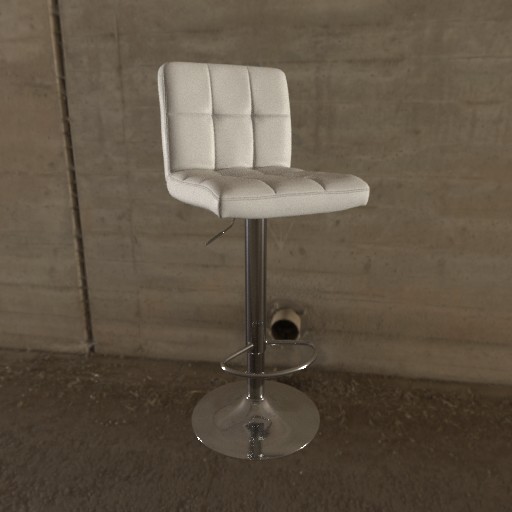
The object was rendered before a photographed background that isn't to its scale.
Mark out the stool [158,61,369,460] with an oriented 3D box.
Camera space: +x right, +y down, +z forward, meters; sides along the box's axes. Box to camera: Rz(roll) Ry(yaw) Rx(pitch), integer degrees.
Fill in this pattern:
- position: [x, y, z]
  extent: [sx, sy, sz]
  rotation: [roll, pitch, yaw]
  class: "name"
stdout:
- position: [0.000, 0.000, 1.327]
  extent: [0.430, 1.115, 0.505]
  rotation: [-7, 18, -24]
  class: "stool"
